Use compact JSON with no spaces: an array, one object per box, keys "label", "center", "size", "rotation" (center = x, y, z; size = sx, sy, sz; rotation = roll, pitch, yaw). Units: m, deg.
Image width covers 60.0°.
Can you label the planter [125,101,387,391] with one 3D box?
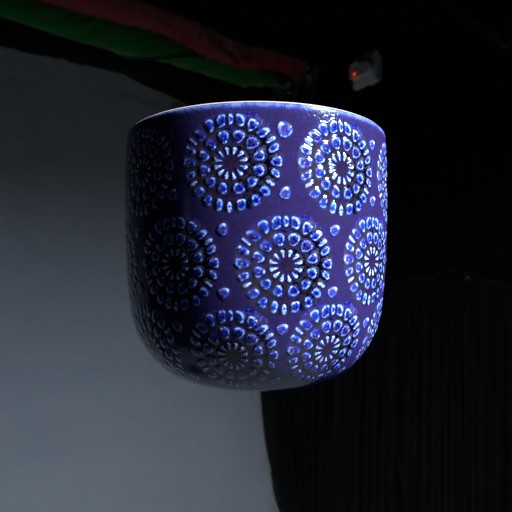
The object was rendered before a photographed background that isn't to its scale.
[{"label":"planter","center":[0.000,0.000,0.292],"size":[0.165,0.149,0.165],"rotation":[0,0,0]}]
